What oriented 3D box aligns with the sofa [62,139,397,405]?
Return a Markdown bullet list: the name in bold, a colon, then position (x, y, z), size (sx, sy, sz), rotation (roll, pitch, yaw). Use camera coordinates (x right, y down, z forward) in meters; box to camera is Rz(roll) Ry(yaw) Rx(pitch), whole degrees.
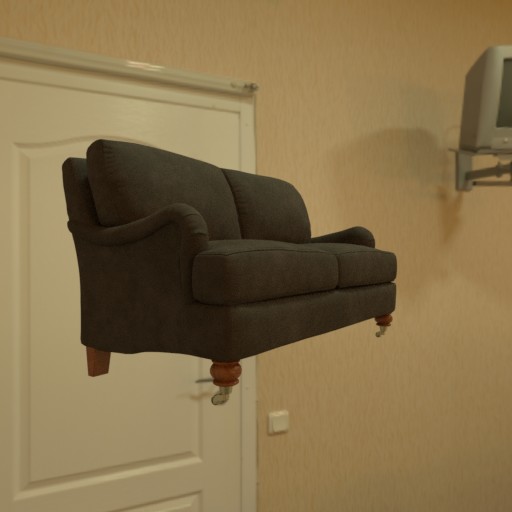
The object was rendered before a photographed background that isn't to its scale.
- **sofa**: position (0.000, 0.000, 2.547), size (1.084, 1.101, 1.853), rotation (0, 0, 36)
